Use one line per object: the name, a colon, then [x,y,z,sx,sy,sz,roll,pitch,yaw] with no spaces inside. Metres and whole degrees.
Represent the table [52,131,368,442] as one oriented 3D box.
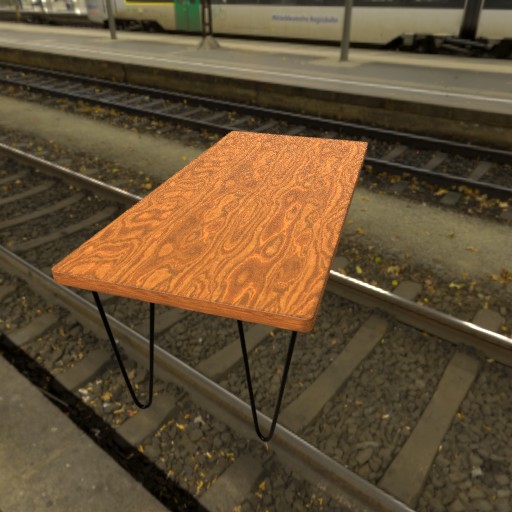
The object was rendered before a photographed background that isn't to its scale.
table: [0.000,0.000,2.277,0.883,0.753,1.791,9,32,15]
